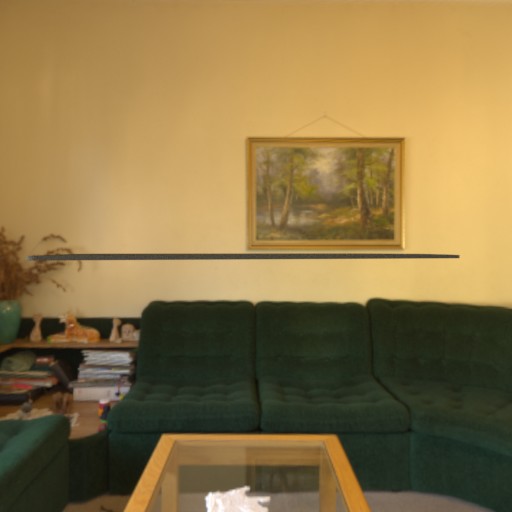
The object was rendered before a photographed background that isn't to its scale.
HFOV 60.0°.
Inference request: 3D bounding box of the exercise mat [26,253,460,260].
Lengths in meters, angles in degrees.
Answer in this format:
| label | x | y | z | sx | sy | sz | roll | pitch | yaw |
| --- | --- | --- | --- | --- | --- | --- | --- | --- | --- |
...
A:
| label | x | y | z | sx | sy | sz | roll | pitch | yaw |
| --- | --- | --- | --- | --- | --- | --- | --- | --- | --- |
| exercise mat | 0.000 | 0.000 | 2.080 | 1.869 | 0.021 | 0.616 | 0 | 1 | -18 |
